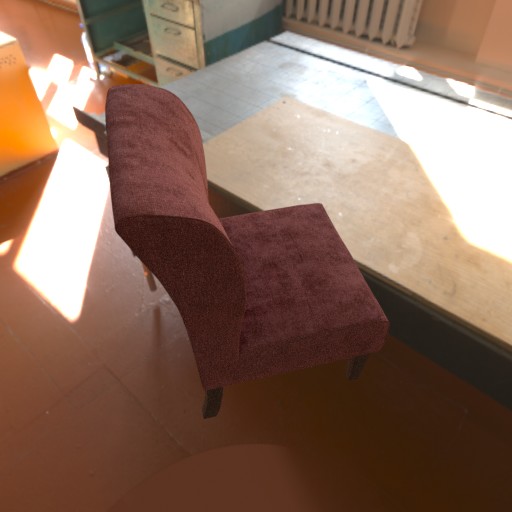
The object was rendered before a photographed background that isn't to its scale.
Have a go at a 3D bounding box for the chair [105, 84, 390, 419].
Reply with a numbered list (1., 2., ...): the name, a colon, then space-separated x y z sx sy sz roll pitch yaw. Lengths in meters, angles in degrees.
1. chair: 0.000 0.000 1.256 0.640 0.846 0.538 -10 46 -10
